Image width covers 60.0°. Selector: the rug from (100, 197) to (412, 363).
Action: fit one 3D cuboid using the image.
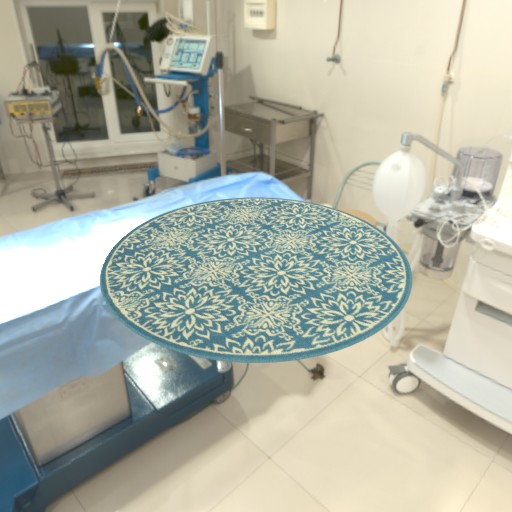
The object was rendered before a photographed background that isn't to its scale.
[{"bbox_3d":[0.000,0.000,2.359,1.593,0.012,1.593,0,30,0],"label":"rug"}]
